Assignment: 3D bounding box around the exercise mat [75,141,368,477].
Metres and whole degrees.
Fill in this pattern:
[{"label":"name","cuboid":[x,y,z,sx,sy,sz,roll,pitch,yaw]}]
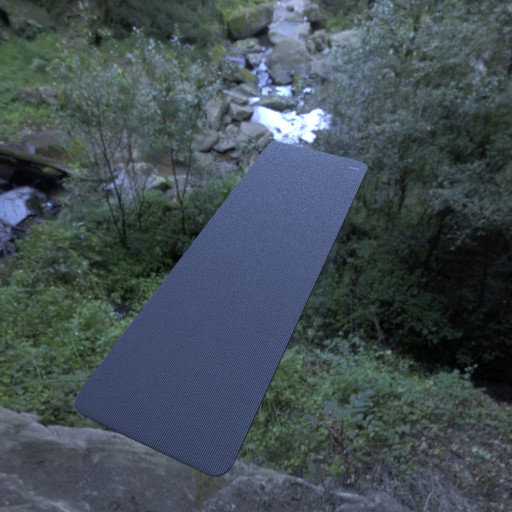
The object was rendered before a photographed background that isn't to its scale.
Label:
[{"label":"exercise mat","cuboid":[0.000,0.000,2.068,0.616,0.021,1.884,18,49,16]}]
